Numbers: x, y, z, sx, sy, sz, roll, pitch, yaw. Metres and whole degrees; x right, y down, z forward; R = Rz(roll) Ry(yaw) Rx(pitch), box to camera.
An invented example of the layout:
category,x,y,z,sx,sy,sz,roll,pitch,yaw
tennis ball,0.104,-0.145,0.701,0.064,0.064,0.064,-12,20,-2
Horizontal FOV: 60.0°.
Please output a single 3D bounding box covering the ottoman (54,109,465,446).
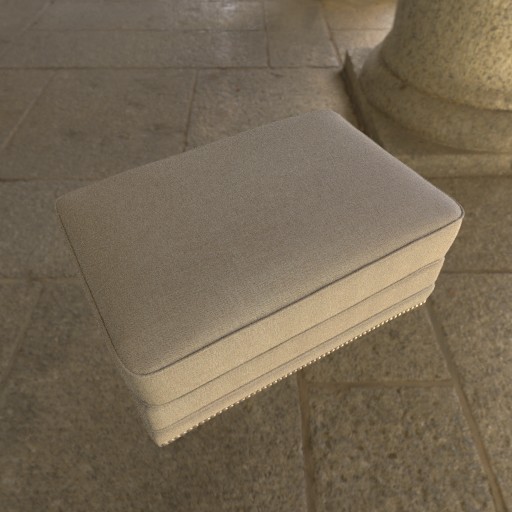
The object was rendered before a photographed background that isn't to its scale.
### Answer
category,x,y,z,sx,sy,sz,roll,pitch,yaw
ottoman,0.000,0.000,1.128,0.813,0.458,0.559,-23,51,-20
